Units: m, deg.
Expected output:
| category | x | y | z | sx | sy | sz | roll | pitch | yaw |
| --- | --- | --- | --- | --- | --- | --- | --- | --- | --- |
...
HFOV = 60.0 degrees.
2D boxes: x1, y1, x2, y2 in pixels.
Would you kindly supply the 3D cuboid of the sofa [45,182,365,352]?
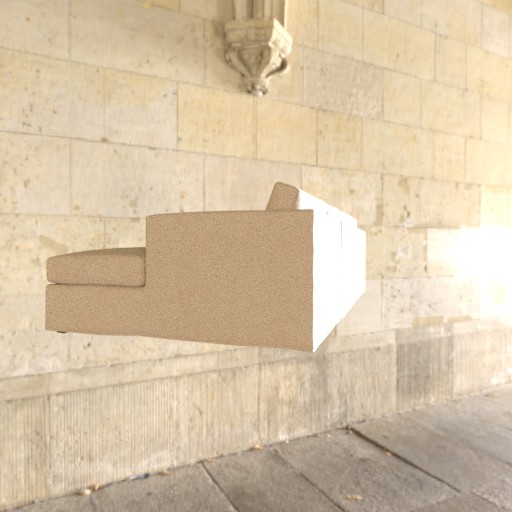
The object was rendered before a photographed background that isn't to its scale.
| category | x | y | z | sx | sy | sz | roll | pitch | yaw |
| --- | --- | --- | --- | --- | --- | --- | --- | --- | --- |
| sofa | 0.000 | 0.000 | 3.849 | 1.622 | 0.871 | 3.206 | 0 | 1 | 18 |
